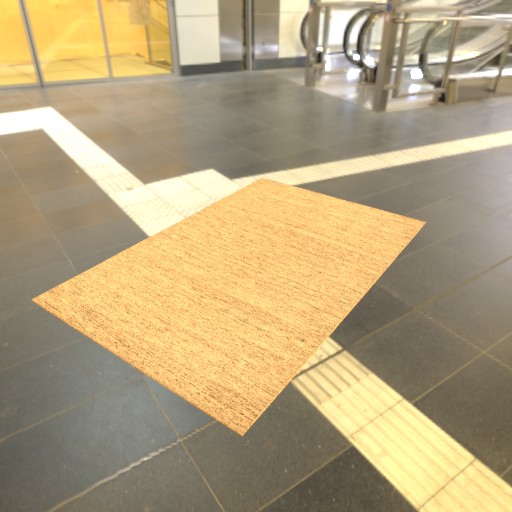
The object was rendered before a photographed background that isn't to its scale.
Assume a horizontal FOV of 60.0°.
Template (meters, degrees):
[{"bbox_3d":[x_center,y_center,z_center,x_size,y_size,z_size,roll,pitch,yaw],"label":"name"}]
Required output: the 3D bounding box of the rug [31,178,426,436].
[{"bbox_3d":[0.000,0.000,2.372,1.225,0.013,1.840,21,38,30],"label":"rug"}]
